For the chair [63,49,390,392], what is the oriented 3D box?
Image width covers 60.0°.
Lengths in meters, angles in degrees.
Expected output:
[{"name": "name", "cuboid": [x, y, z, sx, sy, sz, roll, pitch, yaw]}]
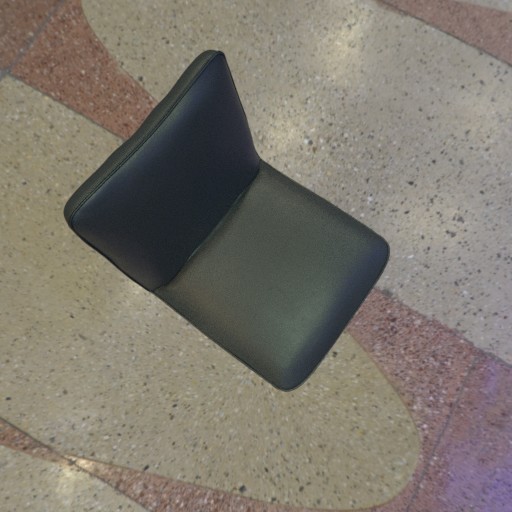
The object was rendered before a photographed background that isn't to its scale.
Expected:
[{"name": "chair", "cuboid": [0.000, 0.000, 1.227, 0.645, 0.801, 0.543, 31, 78, 7]}]
